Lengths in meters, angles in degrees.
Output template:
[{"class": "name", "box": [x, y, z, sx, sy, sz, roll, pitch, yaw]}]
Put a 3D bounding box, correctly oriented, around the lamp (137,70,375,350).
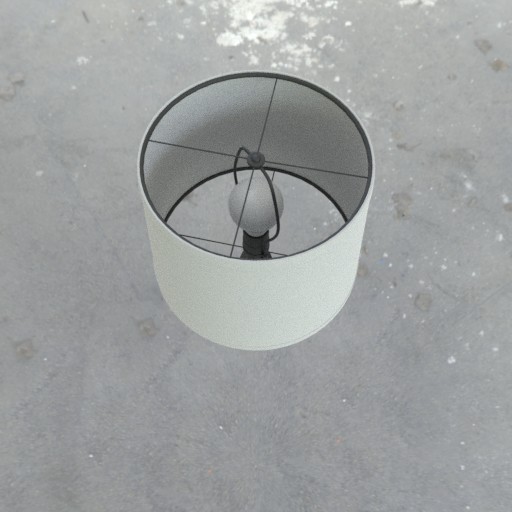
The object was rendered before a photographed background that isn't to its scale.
[{"class": "lamp", "box": [0.000, 0.000, 0.698, 0.310, 0.501, 0.310, 0, 65, 0]}]
